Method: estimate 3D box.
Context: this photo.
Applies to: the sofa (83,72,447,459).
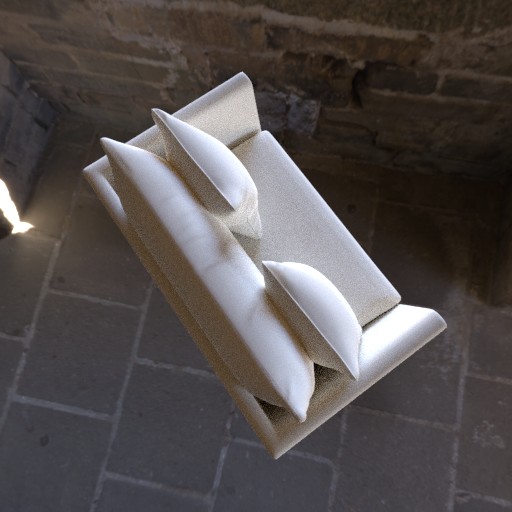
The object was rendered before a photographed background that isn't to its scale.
[{"bbox_3d":[0.000,0.000,2.268,1.026,1.039,1.608,-35,79,-8],"label":"sofa"}]
